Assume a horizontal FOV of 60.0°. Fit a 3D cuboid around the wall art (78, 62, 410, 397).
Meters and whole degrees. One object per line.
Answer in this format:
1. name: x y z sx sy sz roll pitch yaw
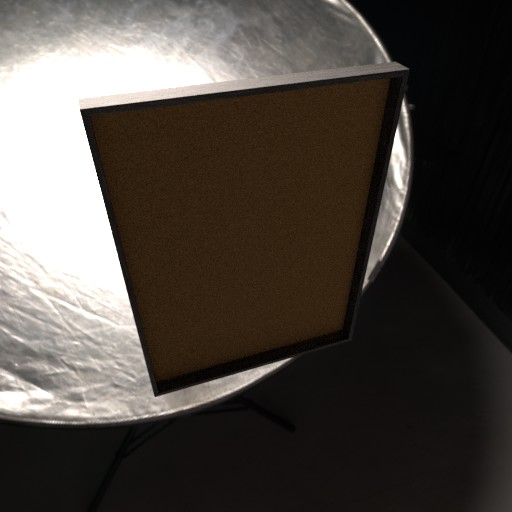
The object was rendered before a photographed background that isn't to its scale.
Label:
1. wall art: 0.000 0.000 1.322 0.762 1.016 0.063 -13 42 -14
